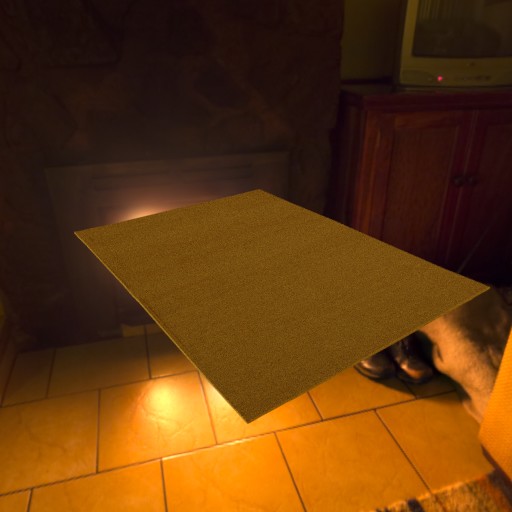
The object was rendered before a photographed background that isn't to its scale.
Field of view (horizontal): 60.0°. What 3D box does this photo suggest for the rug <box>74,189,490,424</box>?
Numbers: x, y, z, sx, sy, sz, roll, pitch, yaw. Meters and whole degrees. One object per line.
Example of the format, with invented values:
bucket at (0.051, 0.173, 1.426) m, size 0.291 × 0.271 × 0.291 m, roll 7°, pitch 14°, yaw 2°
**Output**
rug at (0.000, 0.000, 4.149) m, size 2.434 × 0.045 × 3.202 m, roll -18°, pitch 32°, yaw -32°
